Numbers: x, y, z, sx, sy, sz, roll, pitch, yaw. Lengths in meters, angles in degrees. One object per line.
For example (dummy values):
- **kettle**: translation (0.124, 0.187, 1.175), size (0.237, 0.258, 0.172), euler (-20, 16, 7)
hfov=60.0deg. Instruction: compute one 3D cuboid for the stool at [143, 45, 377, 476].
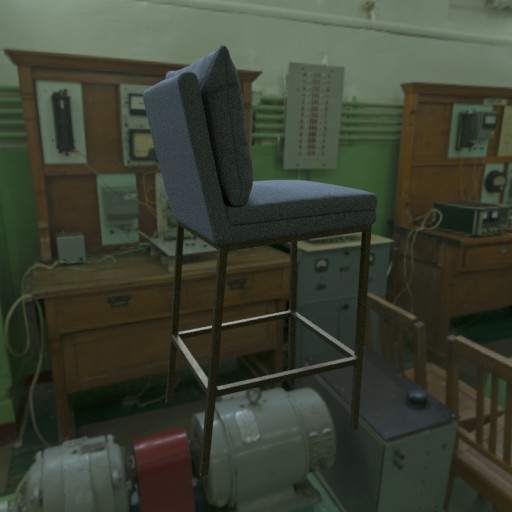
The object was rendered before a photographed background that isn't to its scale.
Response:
- **stool**: translation (0.000, 0.000, 1.400), size (0.569, 1.130, 0.463), euler (-7, 16, -24)
